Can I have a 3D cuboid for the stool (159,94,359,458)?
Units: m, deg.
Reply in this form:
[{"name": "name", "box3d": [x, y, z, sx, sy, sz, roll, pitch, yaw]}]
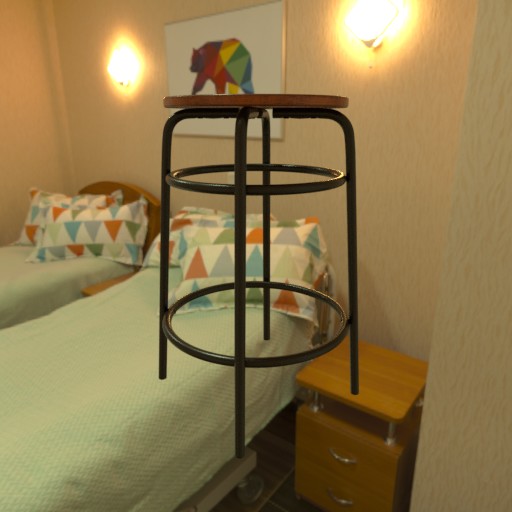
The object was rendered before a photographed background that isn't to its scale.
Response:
[{"name": "stool", "box3d": [0.000, 0.000, 0.908, 0.455, 0.610, 0.455, 2, 18, 7]}]
